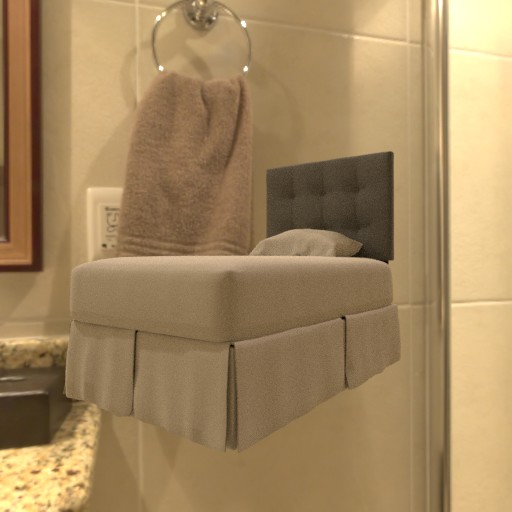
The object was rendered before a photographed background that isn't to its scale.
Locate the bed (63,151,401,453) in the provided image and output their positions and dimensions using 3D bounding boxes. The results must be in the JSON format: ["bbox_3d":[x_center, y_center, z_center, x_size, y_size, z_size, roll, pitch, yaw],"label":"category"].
[{"bbox_3d":[0.000,0.000,2.870,1.261,1.571,1.997,0,0,37],"label":"bed"}]
